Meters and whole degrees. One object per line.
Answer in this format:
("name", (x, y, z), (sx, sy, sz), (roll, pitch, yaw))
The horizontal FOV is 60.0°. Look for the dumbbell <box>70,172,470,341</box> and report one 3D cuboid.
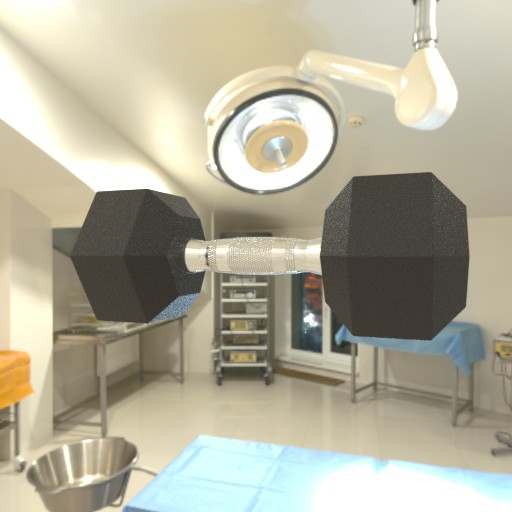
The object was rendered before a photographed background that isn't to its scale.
("dumbbell", (0.000, 0.000, 0.370), (0.315, 0.113, 0.129), (0, 0, 20))
